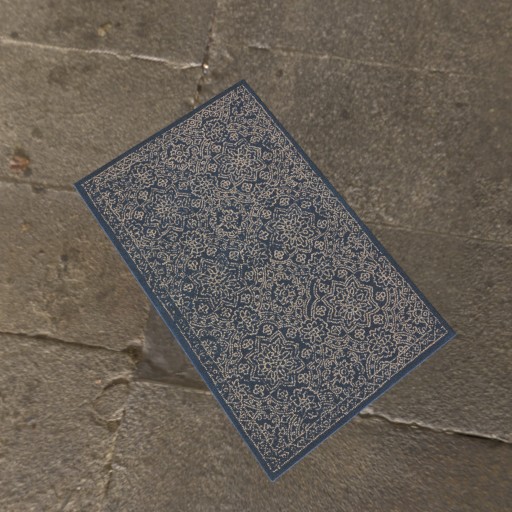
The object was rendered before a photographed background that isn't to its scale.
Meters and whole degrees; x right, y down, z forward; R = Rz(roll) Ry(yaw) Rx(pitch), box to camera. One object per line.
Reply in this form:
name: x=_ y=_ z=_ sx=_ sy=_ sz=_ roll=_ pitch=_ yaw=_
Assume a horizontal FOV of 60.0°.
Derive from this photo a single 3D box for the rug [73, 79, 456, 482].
rug: x=0.000 y=0.000 z=3.089 sx=1.526 sy=0.015 sz=2.441 roll=-35 pitch=78 yaw=-9
